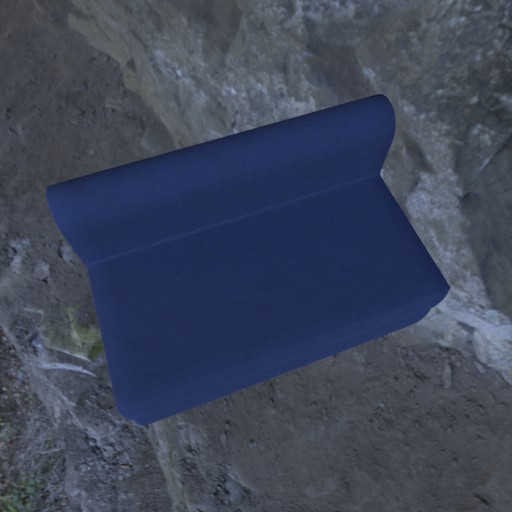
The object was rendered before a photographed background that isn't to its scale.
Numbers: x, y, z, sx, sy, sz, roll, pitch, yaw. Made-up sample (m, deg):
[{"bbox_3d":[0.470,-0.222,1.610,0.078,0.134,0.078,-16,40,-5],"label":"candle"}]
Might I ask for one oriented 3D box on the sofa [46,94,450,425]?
[{"bbox_3d":[0.000,0.000,1.653,1.219,0.660,0.762,-18,64,-9],"label":"sofa"}]
